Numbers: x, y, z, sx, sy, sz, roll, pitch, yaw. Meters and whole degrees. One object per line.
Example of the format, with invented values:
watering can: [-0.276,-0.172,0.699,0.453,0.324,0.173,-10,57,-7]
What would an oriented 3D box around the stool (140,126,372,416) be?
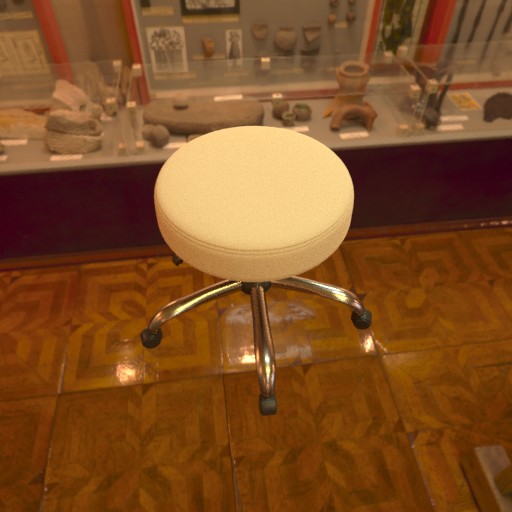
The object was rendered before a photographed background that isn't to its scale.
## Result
stool: [0.000,0.000,1.086,0.634,0.482,0.614,-4,48,-4]
